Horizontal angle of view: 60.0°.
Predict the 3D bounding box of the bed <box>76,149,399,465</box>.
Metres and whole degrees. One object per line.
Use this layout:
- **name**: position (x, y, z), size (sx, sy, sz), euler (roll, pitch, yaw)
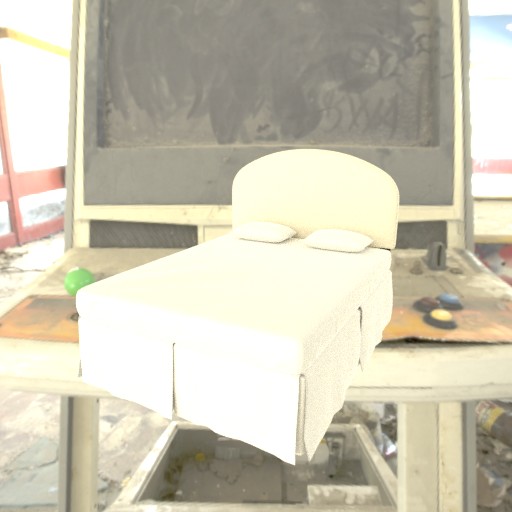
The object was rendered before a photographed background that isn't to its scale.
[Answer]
- **bed**: position (0.000, 0.000, 3.112), size (1.607, 1.410, 2.005), euler (8, 17, 27)
